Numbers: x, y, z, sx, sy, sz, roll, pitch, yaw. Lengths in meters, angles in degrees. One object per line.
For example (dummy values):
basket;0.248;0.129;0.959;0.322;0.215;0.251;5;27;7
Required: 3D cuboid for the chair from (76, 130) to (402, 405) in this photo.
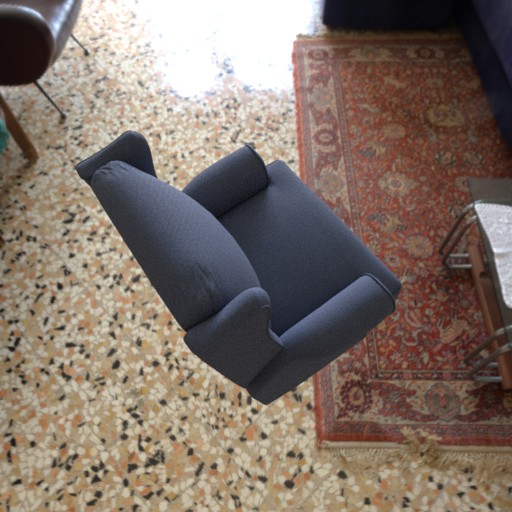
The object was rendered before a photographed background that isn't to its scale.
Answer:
chair;0.000;0.000;1.731;0.877;1.020;0.971;-30;63;-17
